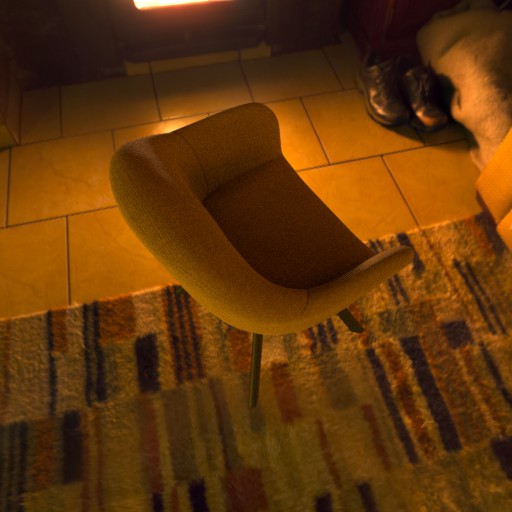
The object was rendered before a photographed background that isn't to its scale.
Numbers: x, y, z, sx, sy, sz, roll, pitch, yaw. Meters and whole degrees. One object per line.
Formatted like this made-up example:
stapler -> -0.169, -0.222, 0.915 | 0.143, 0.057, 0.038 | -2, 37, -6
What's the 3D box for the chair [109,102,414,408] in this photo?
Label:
chair -> 0.000, 0.000, 1.169 | 0.550, 0.795, 0.590 | -30, 63, -17
